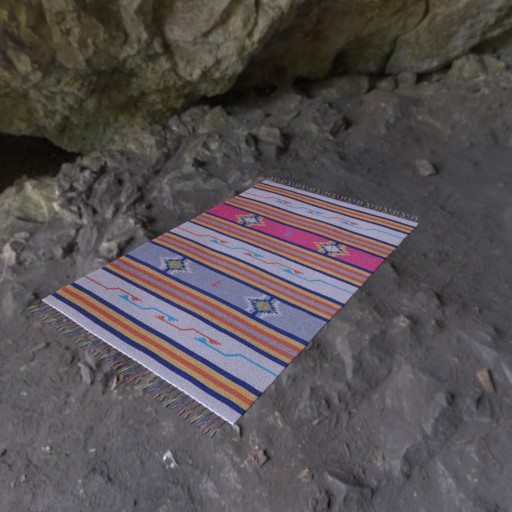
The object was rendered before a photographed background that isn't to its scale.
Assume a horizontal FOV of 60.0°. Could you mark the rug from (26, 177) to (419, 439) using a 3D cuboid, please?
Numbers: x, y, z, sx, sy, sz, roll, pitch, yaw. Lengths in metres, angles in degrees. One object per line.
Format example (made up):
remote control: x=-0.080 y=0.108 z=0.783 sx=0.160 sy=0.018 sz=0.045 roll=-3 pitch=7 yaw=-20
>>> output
rug: x=0.000 y=0.000 z=2.239 sx=1.084 sy=0.013 sz=1.849 roll=22 pitch=38 yaw=30
